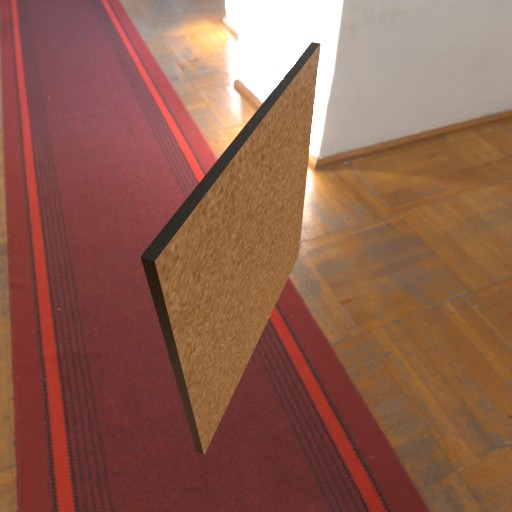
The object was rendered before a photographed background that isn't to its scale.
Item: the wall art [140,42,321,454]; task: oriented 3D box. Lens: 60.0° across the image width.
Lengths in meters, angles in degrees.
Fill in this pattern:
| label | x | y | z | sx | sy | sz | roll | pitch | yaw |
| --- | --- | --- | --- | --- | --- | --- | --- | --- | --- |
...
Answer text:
| label | x | y | z | sx | sy | sz | roll | pitch | yaw |
| --- | --- | --- | --- | --- | --- | --- | --- | --- | --- |
| wall art | 0.000 | 0.000 | 0.653 | 0.014 | 0.445 | 0.446 | 17 | 50 | 15 |
